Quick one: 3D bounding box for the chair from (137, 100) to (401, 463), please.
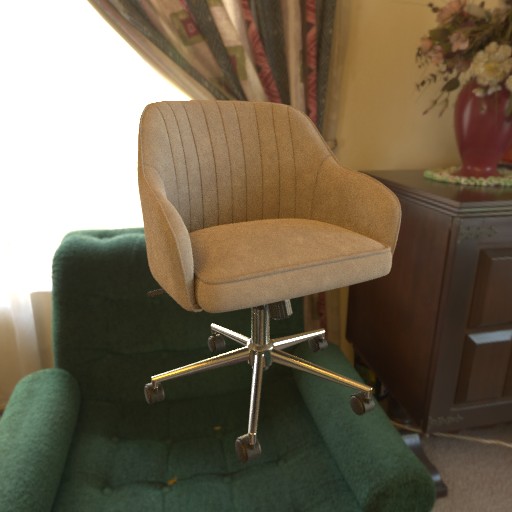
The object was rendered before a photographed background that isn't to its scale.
[{"bbox_3d":[0.000,0.000,1.231,0.635,0.831,0.573,-9,20,-28],"label":"chair"}]
